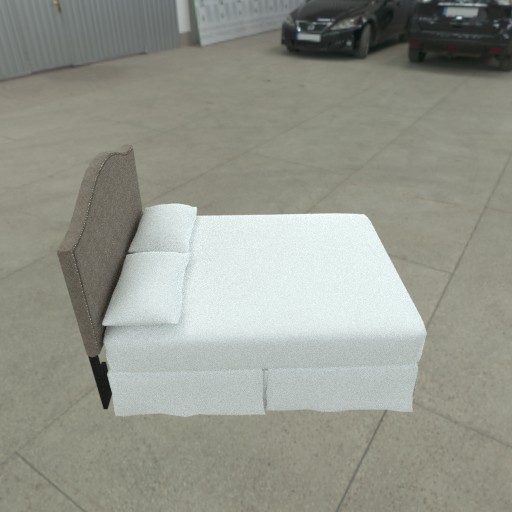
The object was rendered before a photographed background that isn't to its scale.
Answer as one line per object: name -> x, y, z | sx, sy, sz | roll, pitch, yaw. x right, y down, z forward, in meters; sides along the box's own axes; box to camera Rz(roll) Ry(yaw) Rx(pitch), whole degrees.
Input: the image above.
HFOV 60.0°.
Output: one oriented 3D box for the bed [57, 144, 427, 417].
bed -> 0.000, 0.000, 3.287 | 2.153, 1.518, 1.713 | -1, 33, -2
